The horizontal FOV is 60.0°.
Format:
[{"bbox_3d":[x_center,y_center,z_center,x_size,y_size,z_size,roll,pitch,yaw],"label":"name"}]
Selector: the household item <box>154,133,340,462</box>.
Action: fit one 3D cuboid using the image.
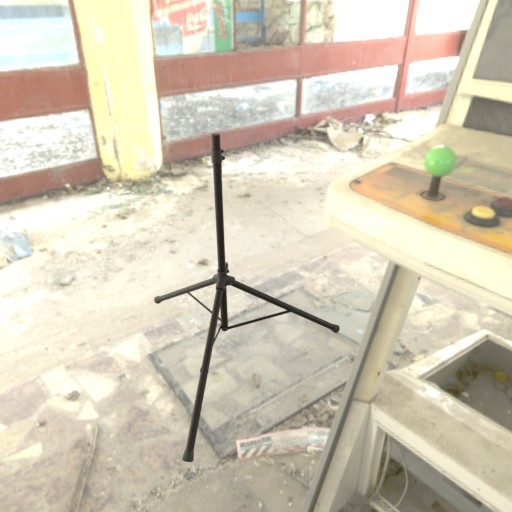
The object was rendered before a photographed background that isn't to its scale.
[{"bbox_3d":[0.000,0.000,2.845,1.339,1.595,1.596,-8,32,-14],"label":"household item"}]
